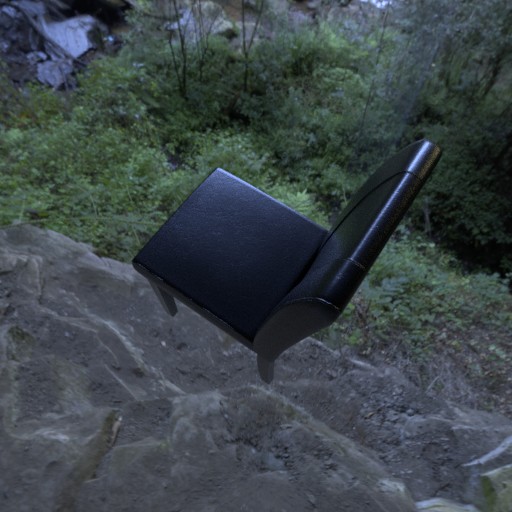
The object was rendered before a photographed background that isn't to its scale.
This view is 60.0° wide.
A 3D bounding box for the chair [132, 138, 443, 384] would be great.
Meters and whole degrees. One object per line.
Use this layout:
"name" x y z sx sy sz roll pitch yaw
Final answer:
"chair" 0.000 0.000 1.168 0.556 0.897 0.399 32 68 15
